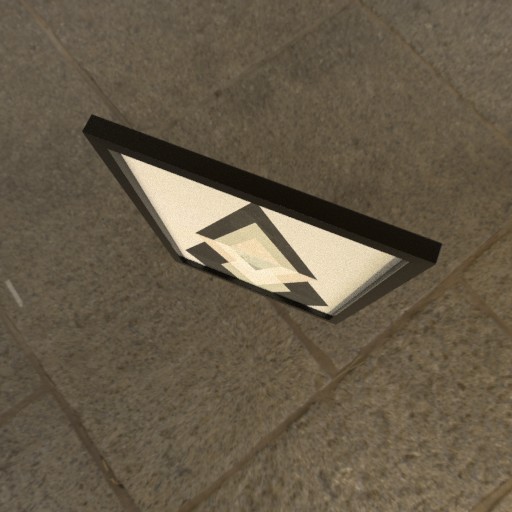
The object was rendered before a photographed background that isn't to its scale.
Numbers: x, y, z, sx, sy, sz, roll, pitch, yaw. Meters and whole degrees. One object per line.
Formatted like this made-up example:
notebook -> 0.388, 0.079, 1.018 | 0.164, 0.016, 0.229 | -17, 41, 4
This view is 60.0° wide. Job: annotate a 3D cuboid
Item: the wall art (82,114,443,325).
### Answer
wall art -> 0.000, 0.000, 0.587 | 0.314, 0.455, 0.019 | 21, 76, 5
